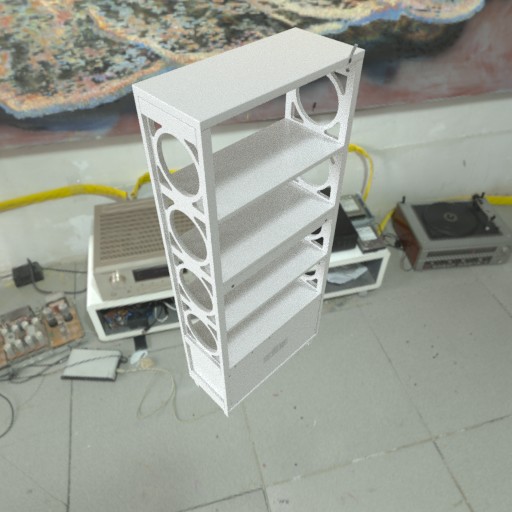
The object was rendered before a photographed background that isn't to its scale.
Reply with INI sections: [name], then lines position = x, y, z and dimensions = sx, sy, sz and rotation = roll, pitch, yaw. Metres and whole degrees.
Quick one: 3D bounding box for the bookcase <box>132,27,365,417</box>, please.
[bookcase]
position = 0.000, 0.000, 2.108
dimensions = 0.761, 1.869, 0.361
rotation = -34, 54, -30
